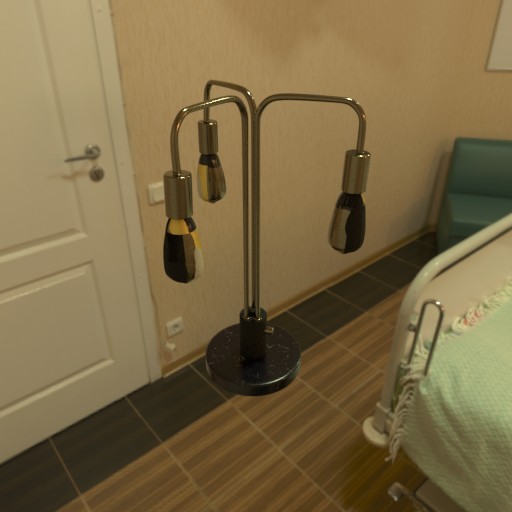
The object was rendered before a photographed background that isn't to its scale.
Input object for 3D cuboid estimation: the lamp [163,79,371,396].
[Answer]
[{"bbox_3d":[0.000,0.000,0.804,0.368,0.560,0.355,10,31,17],"label":"lamp"}]
